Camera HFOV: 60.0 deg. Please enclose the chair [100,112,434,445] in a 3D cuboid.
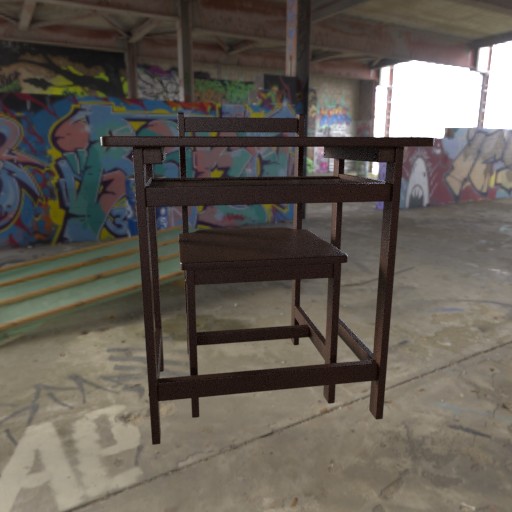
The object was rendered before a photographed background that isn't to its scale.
[{"bbox_3d":[0.000,0.000,1.053,0.599,0.673,0.463,-2,14,-10],"label":"chair"}]
